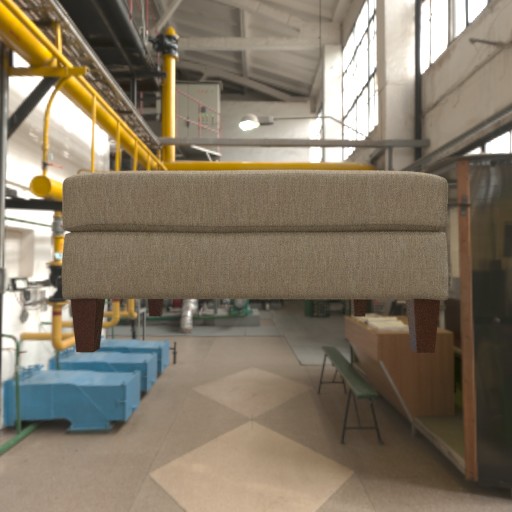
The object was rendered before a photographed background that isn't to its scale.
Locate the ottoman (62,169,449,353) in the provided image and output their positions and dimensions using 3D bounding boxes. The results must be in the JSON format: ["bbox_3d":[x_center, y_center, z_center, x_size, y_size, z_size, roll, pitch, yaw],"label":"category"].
[{"bbox_3d":[0.000,0.000,1.493,0.976,0.492,0.836,0,-1,0],"label":"ottoman"}]
